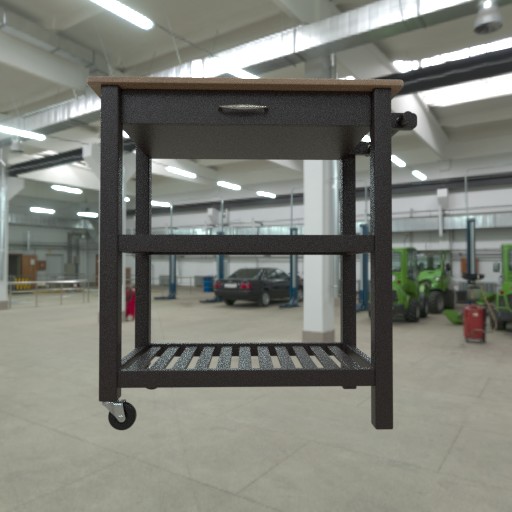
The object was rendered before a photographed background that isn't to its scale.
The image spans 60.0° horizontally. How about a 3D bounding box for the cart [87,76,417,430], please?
[{"bbox_3d":[0.000,0.000,1.384,0.899,0.927,0.457,0,-1,-2],"label":"cart"}]
